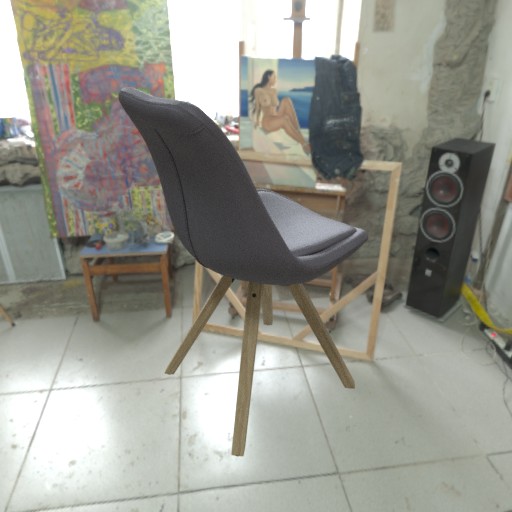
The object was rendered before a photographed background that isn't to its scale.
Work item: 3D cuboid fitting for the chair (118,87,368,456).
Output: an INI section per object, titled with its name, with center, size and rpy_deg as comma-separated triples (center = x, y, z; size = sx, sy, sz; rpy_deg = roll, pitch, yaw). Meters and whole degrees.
[chair]
center = 0.000, 0.000, 1.187
size = 0.547, 0.865, 0.483
rpy_deg = -19, 33, -32
